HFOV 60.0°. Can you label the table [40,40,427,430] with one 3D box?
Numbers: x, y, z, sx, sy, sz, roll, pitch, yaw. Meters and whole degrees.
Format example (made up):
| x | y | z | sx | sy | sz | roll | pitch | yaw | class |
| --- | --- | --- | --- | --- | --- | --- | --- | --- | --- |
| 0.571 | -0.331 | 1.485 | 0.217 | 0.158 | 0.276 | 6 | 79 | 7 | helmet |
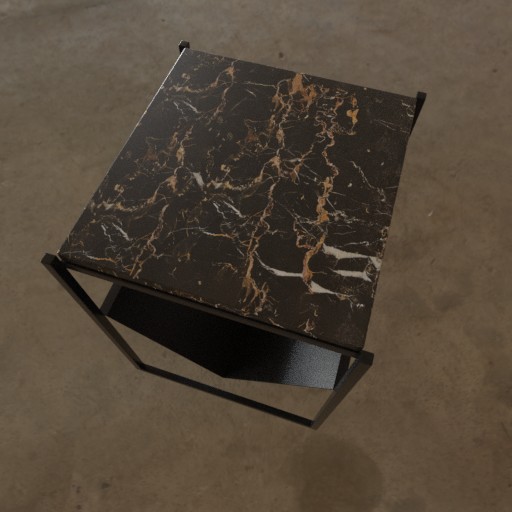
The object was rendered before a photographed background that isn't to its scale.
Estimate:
| x | y | z | sx | sy | sz | roll | pitch | yaw | class |
| --- | --- | --- | --- | --- | --- | --- | --- | --- | --- |
| 0.000 | 0.000 | 0.878 | 0.432 | 0.534 | 0.469 | 16 | 62 | 9 | table |
